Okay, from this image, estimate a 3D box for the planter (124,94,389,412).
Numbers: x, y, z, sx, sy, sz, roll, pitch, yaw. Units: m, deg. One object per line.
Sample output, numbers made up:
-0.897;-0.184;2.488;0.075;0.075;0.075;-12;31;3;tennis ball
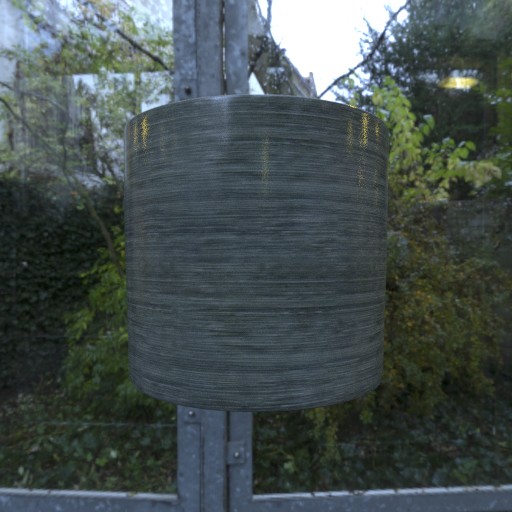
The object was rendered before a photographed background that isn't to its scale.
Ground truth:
0.000;0.000;0.386;0.221;0.201;0.221;0;0;0;planter
